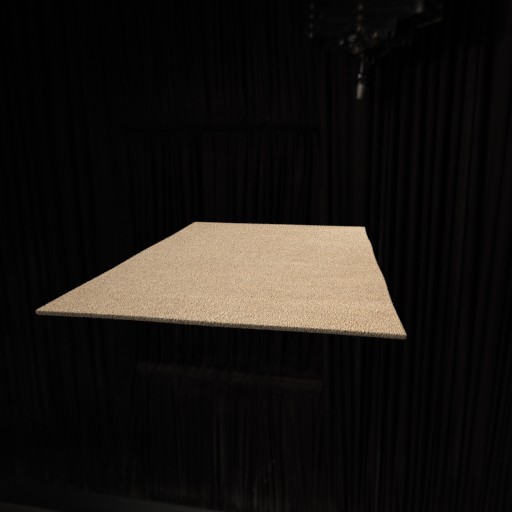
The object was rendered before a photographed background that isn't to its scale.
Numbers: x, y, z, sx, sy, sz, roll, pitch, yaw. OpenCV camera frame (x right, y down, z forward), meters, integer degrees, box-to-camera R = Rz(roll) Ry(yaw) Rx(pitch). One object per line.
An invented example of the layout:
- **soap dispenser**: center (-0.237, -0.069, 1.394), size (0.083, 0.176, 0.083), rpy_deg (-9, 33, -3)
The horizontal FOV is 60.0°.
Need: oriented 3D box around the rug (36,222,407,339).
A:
- **rug**: center (0.000, 0.000, 3.384), size (1.800, 0.025, 2.699), rpy_deg (2, 14, 9)
